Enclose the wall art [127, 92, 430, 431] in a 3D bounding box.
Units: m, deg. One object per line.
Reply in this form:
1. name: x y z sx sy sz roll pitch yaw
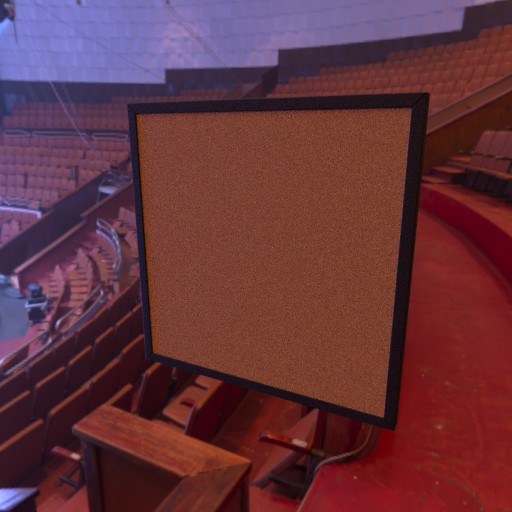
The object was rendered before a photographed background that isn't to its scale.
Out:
1. wall art: 0.000 0.000 1.139 0.763 0.763 0.037 8 18 26
